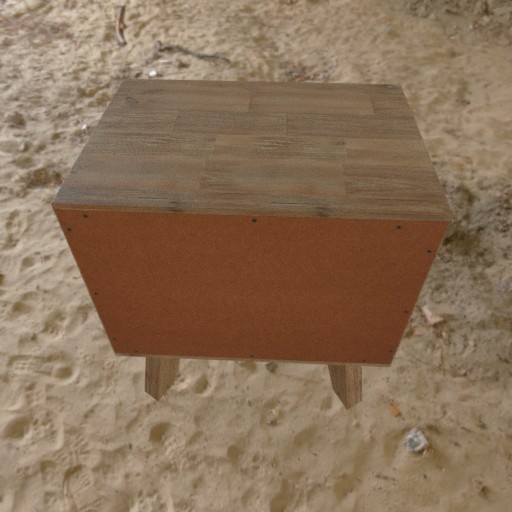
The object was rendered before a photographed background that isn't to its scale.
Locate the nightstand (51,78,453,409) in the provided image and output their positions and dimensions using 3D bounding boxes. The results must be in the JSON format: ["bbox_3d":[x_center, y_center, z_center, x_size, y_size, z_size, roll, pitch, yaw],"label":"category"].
[{"bbox_3d":[0.000,0.000,0.954,0.552,0.589,0.396,2,46,2],"label":"nightstand"}]
